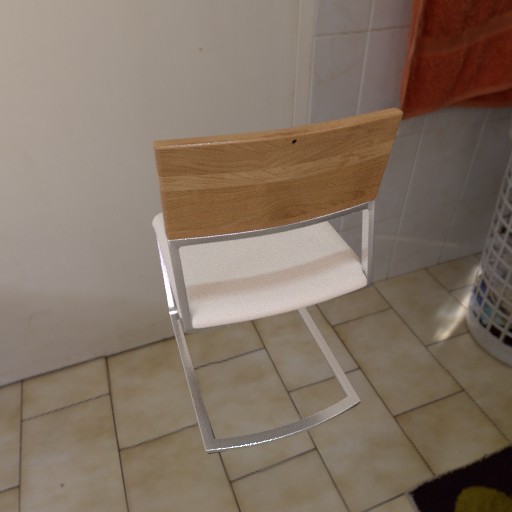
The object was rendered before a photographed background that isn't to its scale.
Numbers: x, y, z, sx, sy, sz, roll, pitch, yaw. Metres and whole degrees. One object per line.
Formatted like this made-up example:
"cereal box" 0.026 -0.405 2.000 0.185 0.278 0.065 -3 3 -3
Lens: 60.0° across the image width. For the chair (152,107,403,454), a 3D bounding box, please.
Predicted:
"chair" 0.000 0.000 1.162 0.467 0.844 0.585 -12 41 -15
